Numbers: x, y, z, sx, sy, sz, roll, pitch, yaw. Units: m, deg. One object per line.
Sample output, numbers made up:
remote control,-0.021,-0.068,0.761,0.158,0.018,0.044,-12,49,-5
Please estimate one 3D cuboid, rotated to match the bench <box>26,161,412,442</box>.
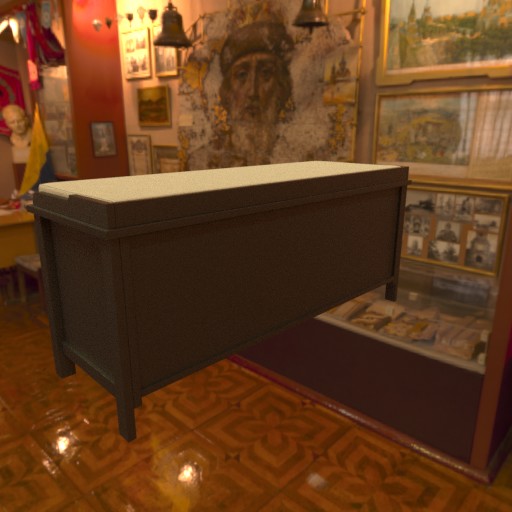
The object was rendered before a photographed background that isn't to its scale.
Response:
bench,0.000,0.000,1.357,1.140,0.501,0.398,-15,22,-43
